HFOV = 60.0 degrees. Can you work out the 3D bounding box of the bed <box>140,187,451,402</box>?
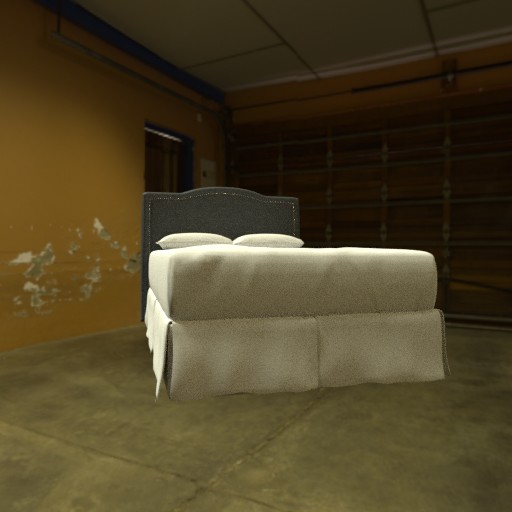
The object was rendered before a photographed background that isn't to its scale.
[{"bbox_3d":[0.000,0.000,3.557,1.747,1.441,2.507,0,0,-16],"label":"bed"}]
